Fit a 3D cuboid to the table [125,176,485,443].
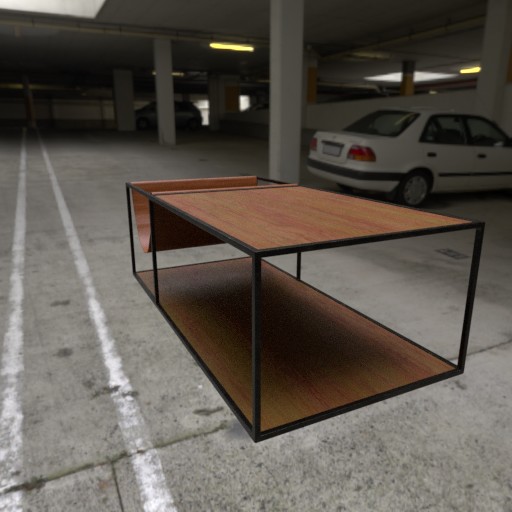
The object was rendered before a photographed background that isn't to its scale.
[{"bbox_3d":[0.000,0.000,1.473,0.597,0.403,1.199,-8,18,-25],"label":"table"}]
